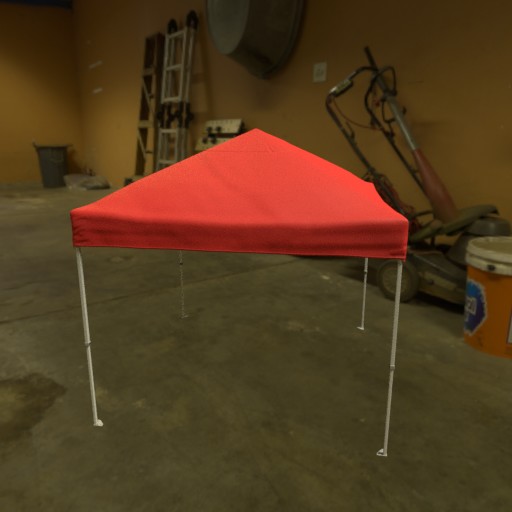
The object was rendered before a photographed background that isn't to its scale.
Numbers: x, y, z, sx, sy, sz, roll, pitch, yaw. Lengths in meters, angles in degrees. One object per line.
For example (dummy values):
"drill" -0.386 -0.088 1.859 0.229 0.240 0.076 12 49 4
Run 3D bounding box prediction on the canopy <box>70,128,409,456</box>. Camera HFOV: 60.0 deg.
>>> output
"canopy" 0.000 0.000 5.419 2.996 2.997 2.998 2 15 9
